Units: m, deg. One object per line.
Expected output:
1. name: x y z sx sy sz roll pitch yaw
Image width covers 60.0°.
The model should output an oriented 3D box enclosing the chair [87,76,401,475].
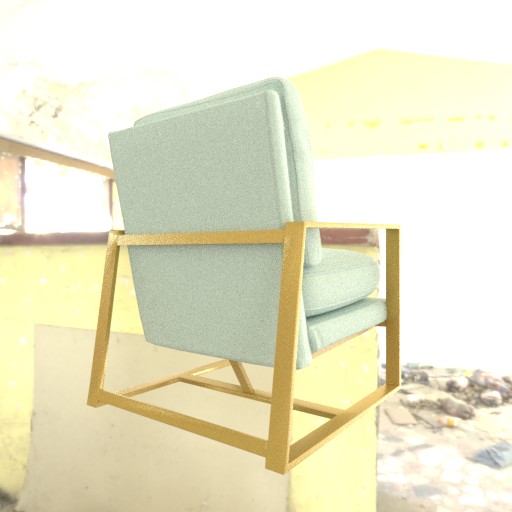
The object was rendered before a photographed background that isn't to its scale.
1. chair: 0.000 0.000 1.522 0.758 0.956 0.813 0 1 37
